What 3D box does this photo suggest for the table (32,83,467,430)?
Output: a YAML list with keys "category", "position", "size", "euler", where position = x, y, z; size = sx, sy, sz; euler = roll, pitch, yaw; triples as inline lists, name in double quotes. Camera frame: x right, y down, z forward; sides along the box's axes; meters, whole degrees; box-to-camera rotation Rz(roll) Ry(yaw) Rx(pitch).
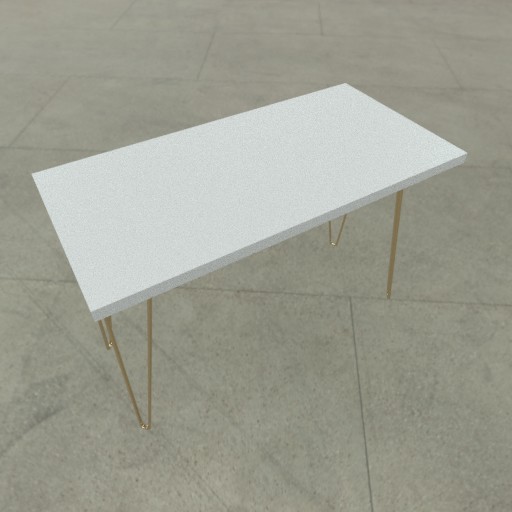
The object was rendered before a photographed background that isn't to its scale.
- category: "table"
  position: [0.000, 0.000, 1.352]
  size: [0.991, 0.660, 0.498]
  euler: [-23, 50, -22]
